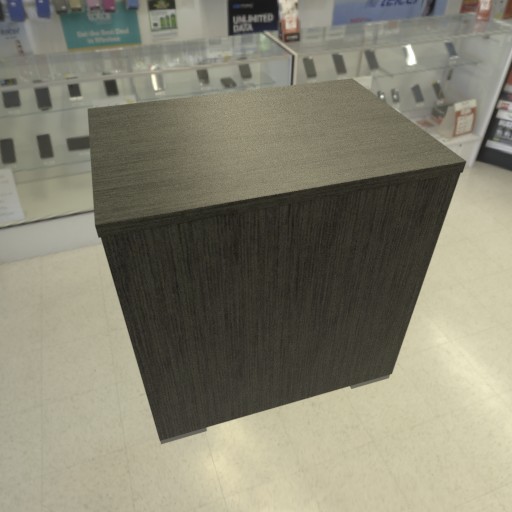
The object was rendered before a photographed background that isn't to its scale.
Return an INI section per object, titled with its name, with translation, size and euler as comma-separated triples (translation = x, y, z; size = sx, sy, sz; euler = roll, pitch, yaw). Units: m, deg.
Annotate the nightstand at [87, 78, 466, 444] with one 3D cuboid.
[nightstand]
translation = 0.000, 0.000, 0.763
size = 0.441, 0.460, 0.325
euler = -12, 42, -13
